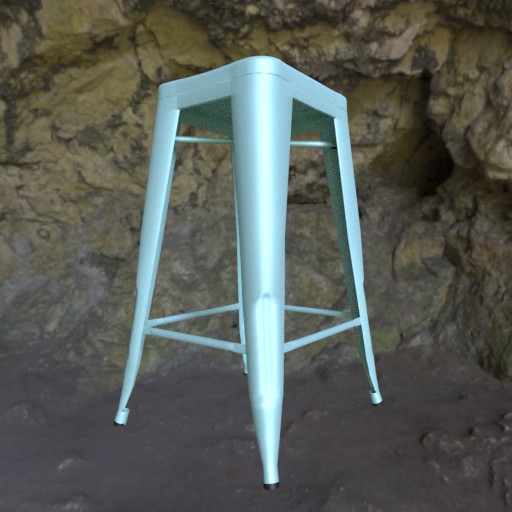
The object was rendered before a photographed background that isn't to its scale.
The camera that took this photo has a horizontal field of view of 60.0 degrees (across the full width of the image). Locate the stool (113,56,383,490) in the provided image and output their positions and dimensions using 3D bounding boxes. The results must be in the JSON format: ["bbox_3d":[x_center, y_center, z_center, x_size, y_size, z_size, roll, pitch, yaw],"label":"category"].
[{"bbox_3d":[0.000,0.000,0.839,0.359,0.609,0.399,2,3,37],"label":"stool"}]
